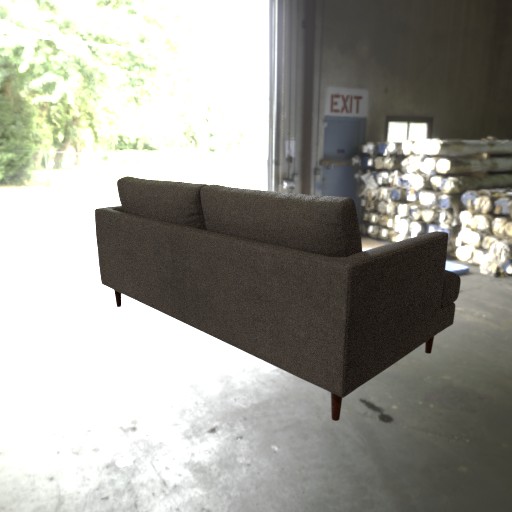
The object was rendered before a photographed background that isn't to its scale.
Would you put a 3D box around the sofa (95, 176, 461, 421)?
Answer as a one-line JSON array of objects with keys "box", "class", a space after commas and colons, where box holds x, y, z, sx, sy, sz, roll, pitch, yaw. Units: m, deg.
[{"box": [0.000, 0.000, 2.556, 1.020, 0.868, 1.948, -14, 20, -43], "class": "sofa"}]
